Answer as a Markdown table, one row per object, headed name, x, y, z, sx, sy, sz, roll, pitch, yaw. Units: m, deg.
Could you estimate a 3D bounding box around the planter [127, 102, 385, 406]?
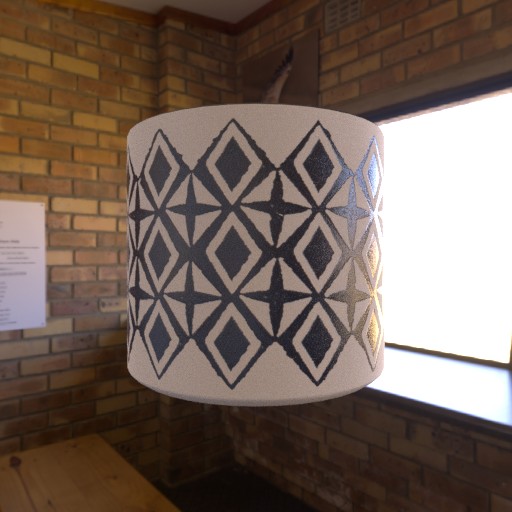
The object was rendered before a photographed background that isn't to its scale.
| name | x | y | z | sx | sy | sz | roll | pitch | yaw |
| --- | --- | --- | --- | --- | --- | --- | --- | --- | --- |
| planter | 0.000 | 0.000 | 0.325 | 0.182 | 0.165 | 0.182 | 0 | 1 | 0 |
